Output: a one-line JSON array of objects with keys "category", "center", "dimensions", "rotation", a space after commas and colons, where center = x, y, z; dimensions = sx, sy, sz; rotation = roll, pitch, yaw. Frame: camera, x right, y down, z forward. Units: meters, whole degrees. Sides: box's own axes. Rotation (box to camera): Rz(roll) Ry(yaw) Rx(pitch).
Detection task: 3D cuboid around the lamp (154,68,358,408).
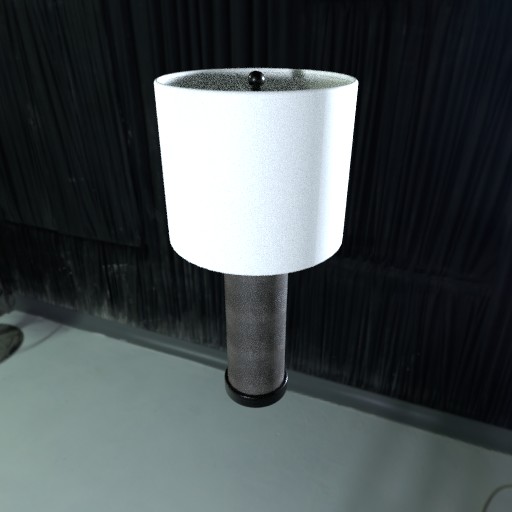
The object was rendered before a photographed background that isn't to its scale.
[{"category": "lamp", "center": [0.000, 0.000, 0.818], "dimensions": [0.305, 0.634, 0.305], "rotation": [9, 29, 16]}]
